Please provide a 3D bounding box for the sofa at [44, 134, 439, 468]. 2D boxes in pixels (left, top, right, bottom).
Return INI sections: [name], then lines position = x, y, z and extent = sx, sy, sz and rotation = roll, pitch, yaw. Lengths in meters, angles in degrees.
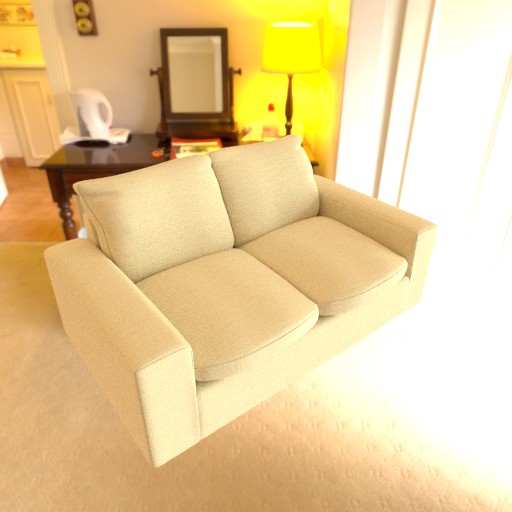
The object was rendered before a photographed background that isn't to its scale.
[sofa]
position = 0.000, 0.000, 2.272
extent = 1.754, 0.875, 1.091
rotation = -22, 37, -32
